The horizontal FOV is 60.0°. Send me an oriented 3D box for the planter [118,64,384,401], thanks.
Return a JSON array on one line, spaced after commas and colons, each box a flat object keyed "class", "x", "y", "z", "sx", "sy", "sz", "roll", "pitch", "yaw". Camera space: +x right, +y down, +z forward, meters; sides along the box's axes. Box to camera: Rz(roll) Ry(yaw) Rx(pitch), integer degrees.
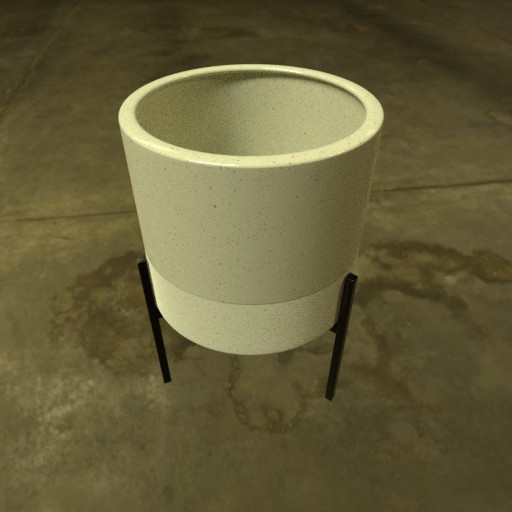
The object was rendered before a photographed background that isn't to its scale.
[{"class": "planter", "x": 0.000, "y": 0.000, "z": 0.331, "sx": 0.159, "sy": 0.230, "sz": 0.152, "roll": 25, "pitch": 46, "yaw": 27}]
